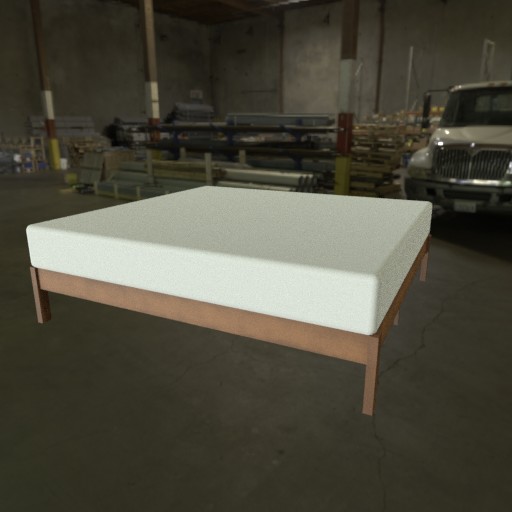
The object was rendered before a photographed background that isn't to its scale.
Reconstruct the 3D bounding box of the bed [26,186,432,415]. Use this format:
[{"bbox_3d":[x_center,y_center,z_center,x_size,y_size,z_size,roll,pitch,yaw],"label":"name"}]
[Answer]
[{"bbox_3d":[0.000,0.000,3.037,2.049,0.616,1.930,8,18,25],"label":"bed"}]
